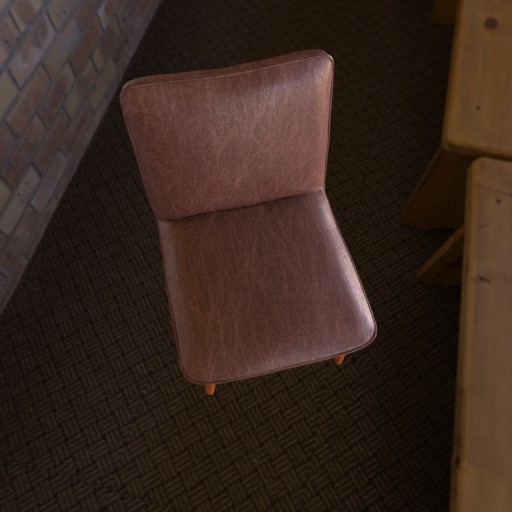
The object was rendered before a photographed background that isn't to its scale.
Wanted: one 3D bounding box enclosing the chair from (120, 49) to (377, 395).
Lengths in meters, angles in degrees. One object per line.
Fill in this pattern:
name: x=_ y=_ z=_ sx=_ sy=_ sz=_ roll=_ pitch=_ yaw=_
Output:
chair: x=0.000 y=0.000 z=1.218 sx=0.543 sy=0.803 sz=0.645 roll=-16 pitch=66 yaw=-7
